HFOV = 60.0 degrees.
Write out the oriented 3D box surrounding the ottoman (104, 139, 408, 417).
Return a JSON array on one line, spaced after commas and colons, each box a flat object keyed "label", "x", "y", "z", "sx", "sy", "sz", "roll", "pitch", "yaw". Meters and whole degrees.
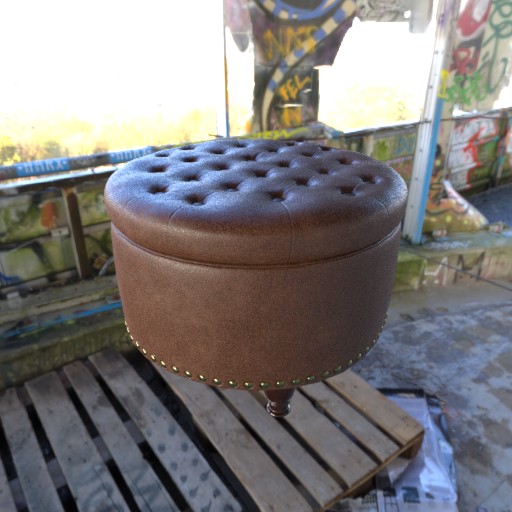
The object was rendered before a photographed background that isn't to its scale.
[{"label": "ottoman", "x": 0.000, "y": 0.000, "z": 1.051, "sx": 0.637, "sy": 0.442, "sz": 0.637, "roll": 0, "pitch": 26, "yaw": 0}]
